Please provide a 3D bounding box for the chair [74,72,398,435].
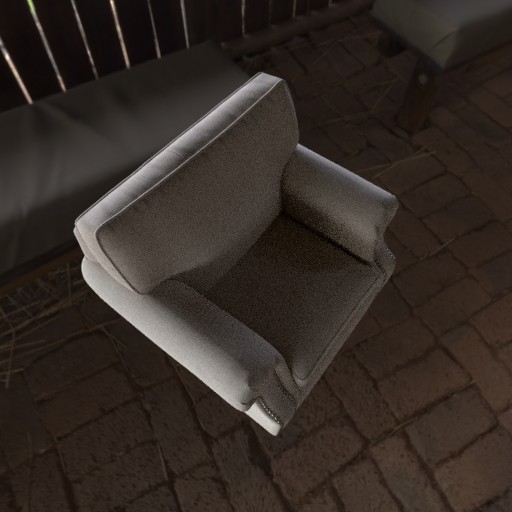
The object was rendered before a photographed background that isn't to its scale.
[{"bbox_3d":[0.000,0.000,1.865,0.965,0.961,1.092,33,64,19],"label":"chair"}]
